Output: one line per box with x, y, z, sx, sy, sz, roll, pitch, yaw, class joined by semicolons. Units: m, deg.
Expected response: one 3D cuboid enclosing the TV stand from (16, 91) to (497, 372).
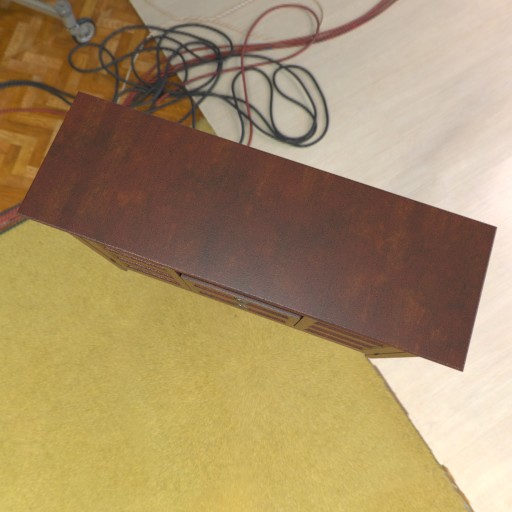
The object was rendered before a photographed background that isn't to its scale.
0.000;0.000;1.766;1.372;0.915;0.445;19;77;4;TV stand
